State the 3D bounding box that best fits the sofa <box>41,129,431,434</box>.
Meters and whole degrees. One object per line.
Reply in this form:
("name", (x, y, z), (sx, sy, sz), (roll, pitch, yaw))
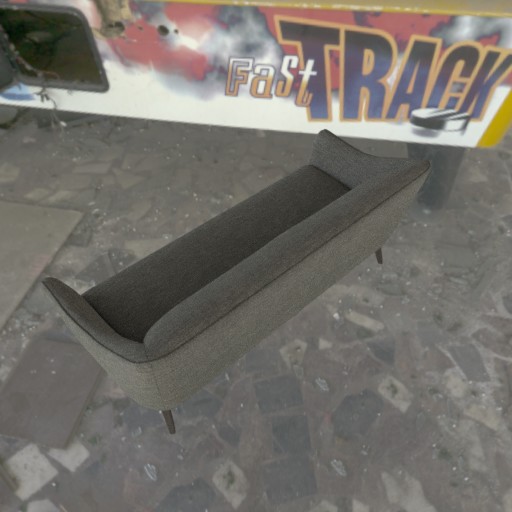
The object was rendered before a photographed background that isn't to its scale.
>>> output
("sofa", (0.000, 0.000, 2.381), (1.928, 0.829, 0.867), (-34, 55, -27))
